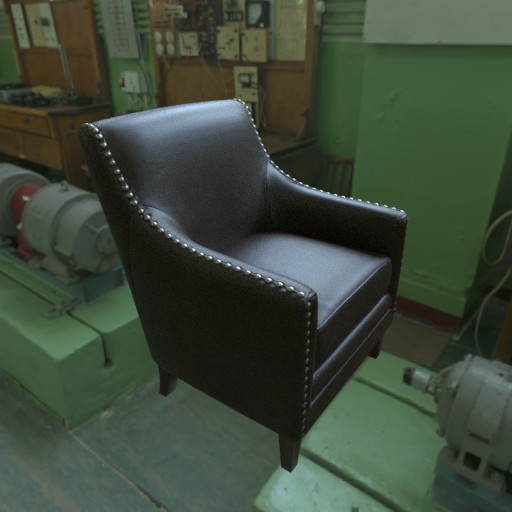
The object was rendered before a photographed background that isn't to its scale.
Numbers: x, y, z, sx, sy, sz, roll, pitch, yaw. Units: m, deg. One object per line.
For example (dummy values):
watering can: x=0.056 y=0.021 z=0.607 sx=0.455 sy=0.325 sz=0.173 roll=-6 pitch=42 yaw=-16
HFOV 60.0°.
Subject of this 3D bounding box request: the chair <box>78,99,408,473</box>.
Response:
chair: x=0.000 y=0.000 z=1.327 sx=0.704 sy=0.813 sz=0.639 roll=18 pitch=32 yaw=32
